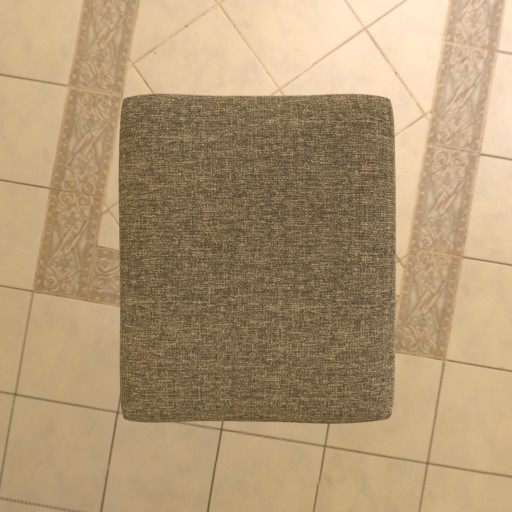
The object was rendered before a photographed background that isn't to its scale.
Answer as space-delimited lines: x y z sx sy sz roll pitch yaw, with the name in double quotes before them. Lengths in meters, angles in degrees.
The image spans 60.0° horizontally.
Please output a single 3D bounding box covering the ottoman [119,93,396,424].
"ottoman" 0.000 0.000 1.208 0.683 0.480 0.828 0 90 0
